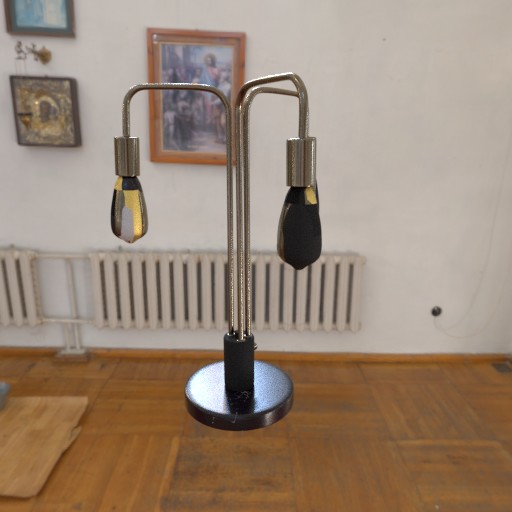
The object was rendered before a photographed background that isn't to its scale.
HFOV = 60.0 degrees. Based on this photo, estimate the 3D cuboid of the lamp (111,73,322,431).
[{"bbox_3d":[0.000,0.000,0.766,0.355,0.560,0.368,14,20,43],"label":"lamp"}]
